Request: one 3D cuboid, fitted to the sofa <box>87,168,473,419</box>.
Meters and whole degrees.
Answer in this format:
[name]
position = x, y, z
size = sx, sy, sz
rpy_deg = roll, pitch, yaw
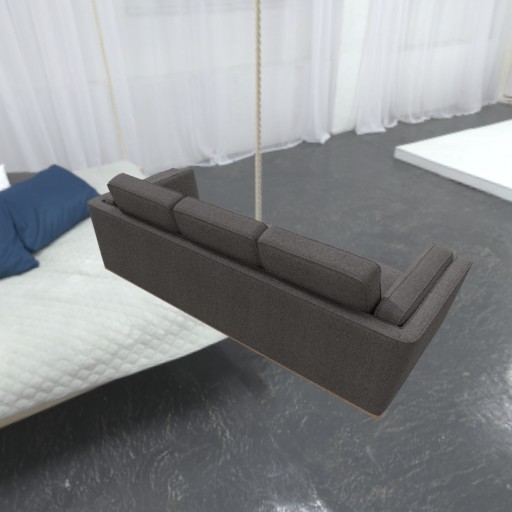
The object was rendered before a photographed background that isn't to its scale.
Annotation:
[sofa]
position = 0.000, 0.000, 2.868
size = 2.362, 0.899, 0.903
rpy_deg = 22, 38, 32
